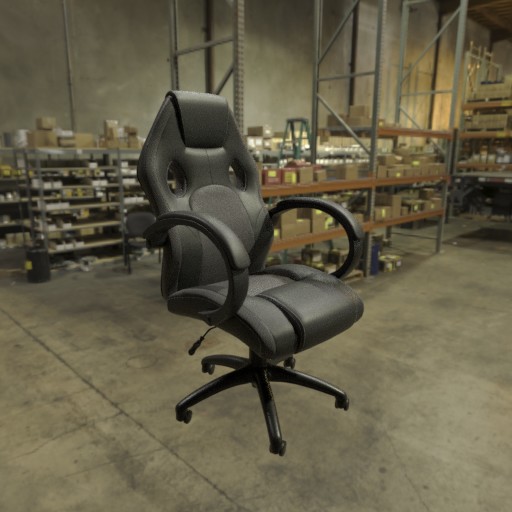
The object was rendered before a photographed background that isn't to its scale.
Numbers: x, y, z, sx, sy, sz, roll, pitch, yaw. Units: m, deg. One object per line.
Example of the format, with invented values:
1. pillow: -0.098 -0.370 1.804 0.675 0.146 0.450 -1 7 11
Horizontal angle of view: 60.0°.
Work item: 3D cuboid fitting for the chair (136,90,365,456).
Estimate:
1. chair: 0.000 0.000 1.625 0.724 1.187 0.673 13 19 43
